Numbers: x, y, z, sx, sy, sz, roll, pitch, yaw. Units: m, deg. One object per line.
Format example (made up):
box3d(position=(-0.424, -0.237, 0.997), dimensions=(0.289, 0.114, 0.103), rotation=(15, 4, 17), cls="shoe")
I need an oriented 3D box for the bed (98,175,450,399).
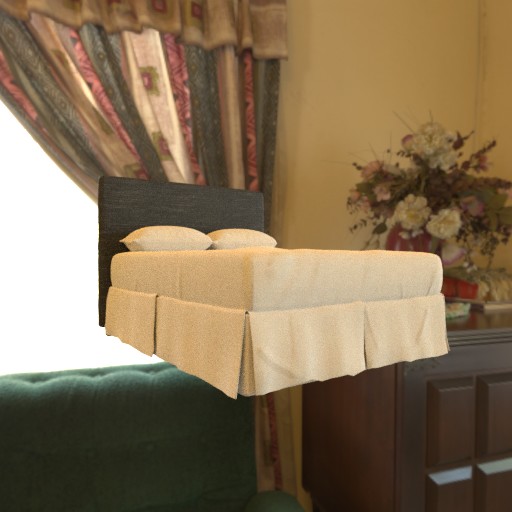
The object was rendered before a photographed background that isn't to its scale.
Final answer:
box3d(position=(0.000, 0.000, 3.295), dimensions=(1.723, 1.330, 2.142), rotation=(0, 0, -36), cls="bed")
